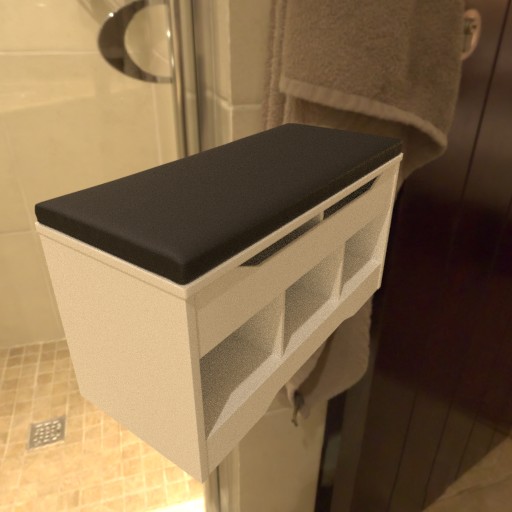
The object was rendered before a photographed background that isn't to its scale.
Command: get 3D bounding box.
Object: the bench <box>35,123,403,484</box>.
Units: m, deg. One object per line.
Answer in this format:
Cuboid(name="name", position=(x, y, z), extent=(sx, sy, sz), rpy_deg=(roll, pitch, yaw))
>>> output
Cuboid(name="bench", position=(0.000, 0.000, 1.163), extent=(0.401, 0.500, 0.899), rpy_deg=(19, 34, 31))
